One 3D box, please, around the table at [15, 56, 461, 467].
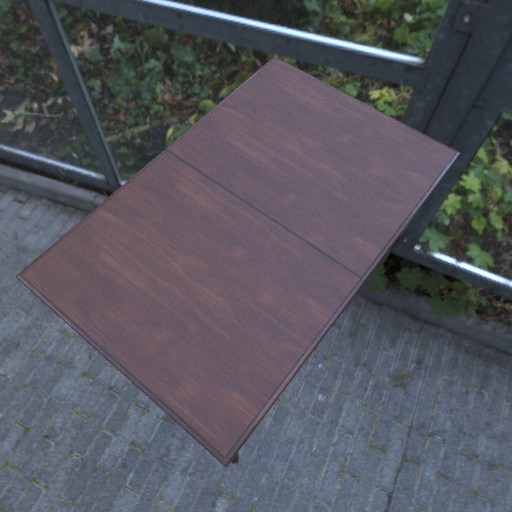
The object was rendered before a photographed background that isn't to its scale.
[{"bbox_3d":[0.000,0.000,2.051,0.990,0.761,1.524,35,67,17],"label":"table"}]
